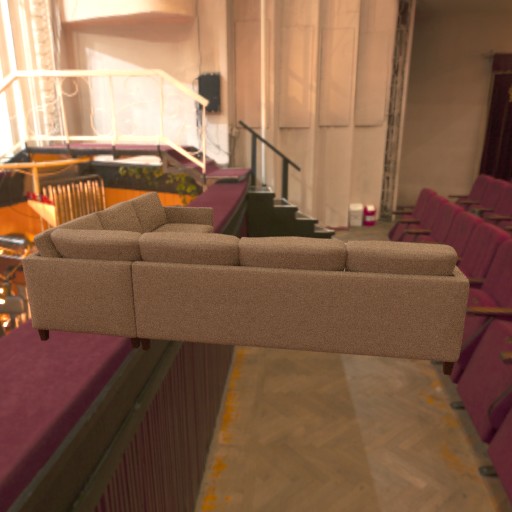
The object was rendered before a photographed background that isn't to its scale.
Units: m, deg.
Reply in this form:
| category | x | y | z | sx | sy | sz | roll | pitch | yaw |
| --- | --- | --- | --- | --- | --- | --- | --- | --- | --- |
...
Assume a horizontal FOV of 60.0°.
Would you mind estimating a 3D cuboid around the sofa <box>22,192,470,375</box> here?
| category | x | y | z | sx | sy | sz | roll | pitch | yaw |
| --- | --- | --- | --- | --- | --- | --- | --- | --- | --- |
| sofa | 0.000 | 0.000 | 4.411 | 3.333 | 0.934 | 2.522 | 3 | 16 | 9 |
